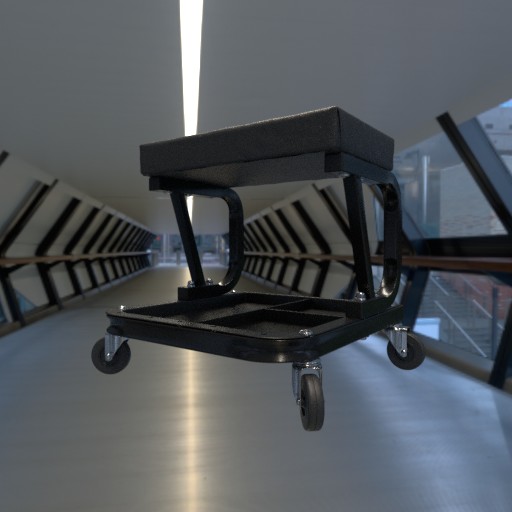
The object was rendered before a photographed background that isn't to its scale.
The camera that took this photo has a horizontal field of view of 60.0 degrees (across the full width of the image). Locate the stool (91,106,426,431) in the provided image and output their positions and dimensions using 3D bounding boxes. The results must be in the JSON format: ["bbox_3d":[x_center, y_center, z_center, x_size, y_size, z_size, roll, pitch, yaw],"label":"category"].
[{"bbox_3d":[0.000,0.000,0.718,0.446,0.380,0.371,1,2,36],"label":"stool"}]
